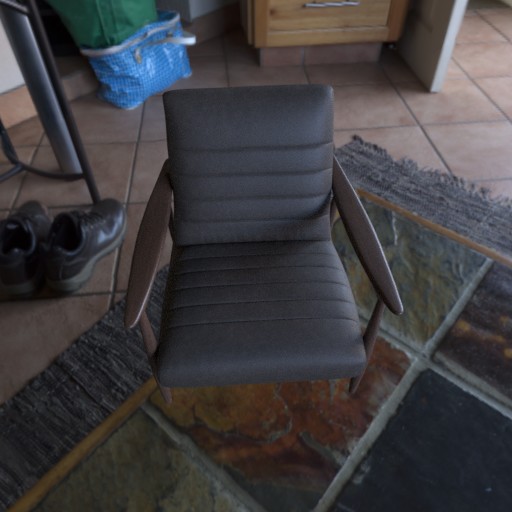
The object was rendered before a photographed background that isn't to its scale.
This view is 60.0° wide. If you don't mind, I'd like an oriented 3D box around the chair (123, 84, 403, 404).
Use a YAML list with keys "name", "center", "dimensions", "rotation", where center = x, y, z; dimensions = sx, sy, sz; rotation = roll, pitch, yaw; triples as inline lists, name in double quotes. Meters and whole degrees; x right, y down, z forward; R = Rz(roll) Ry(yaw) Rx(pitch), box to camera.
- name: "chair"
  center: [0.000, 0.000, 1.485]
  dimensions: [0.741, 0.831, 0.798]
  rotation: [-2, 47, -2]
